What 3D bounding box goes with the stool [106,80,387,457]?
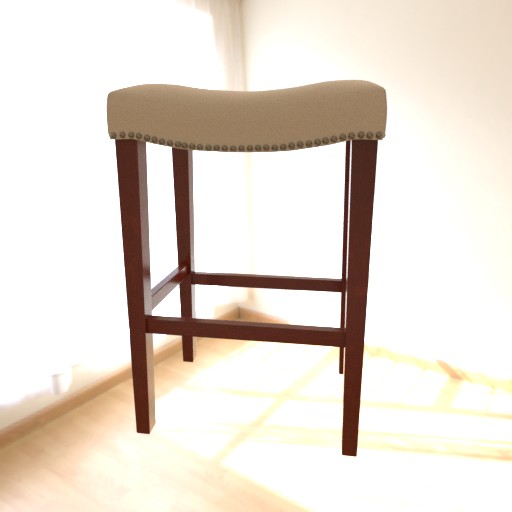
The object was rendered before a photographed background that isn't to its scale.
[{"bbox_3d":[0.000,0.000,1.023,0.504,0.742,0.372,2,15,9],"label":"stool"}]
